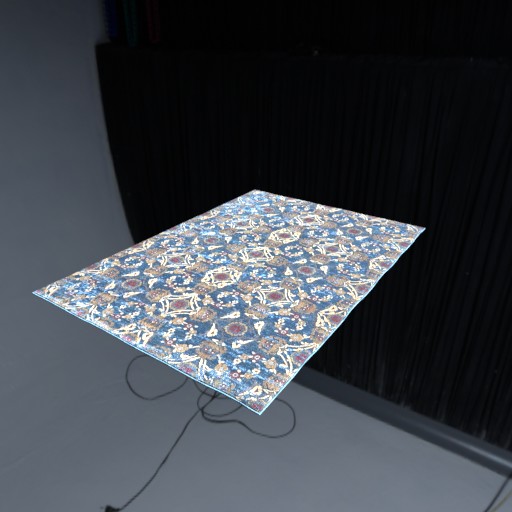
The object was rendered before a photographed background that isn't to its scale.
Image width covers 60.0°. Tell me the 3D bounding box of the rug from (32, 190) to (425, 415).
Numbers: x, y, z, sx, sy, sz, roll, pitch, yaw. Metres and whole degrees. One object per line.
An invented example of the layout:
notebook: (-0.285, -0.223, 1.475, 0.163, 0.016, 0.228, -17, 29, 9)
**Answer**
rug: (0.000, 0.000, 2.925, 1.567, 0.014, 2.207, 18, 32, 31)
